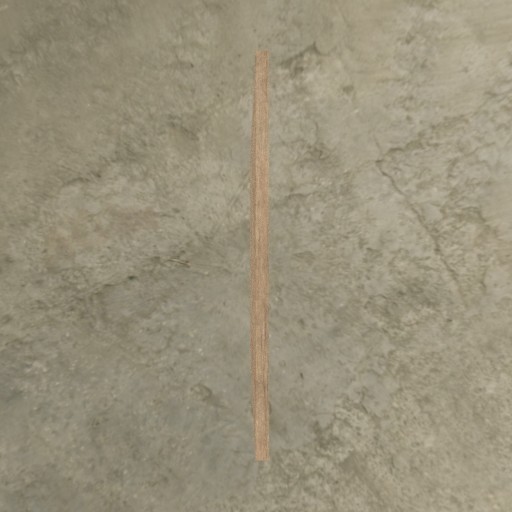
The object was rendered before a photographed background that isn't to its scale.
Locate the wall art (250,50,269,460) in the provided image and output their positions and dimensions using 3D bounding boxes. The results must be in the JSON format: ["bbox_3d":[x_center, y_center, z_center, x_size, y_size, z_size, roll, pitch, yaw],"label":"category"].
[{"bbox_3d":[0.000,0.000,0.919,0.018,0.686,0.534,0,90,-1],"label":"wall art"}]
